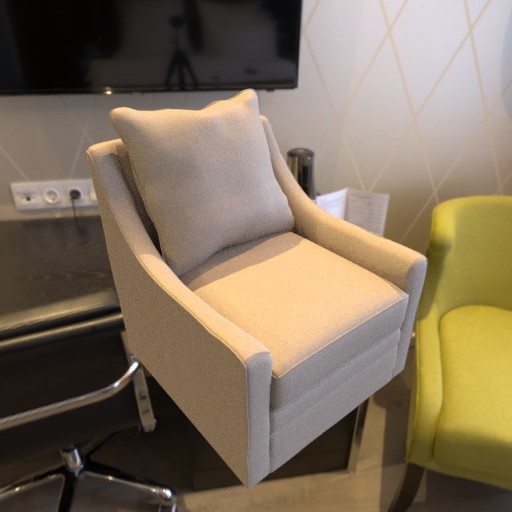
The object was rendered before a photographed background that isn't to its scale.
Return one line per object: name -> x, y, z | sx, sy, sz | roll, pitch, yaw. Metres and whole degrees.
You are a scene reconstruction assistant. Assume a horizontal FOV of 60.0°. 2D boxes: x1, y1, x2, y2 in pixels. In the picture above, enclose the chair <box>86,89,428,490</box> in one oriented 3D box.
chair -> 0.000, 0.000, 1.523 | 0.760, 0.942, 0.876 | -22, 37, -33
